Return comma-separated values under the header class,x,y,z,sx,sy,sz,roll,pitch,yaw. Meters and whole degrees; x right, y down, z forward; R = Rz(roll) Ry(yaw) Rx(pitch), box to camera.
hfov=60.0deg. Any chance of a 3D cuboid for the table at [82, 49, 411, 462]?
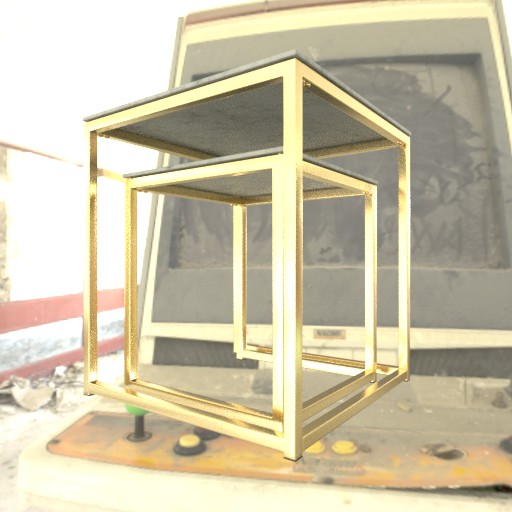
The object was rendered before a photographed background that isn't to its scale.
class,x,y,z,sx,sy,sz,roll,pitch,yaw
table,0.000,0.000,0.848,0.450,0.500,0.450,0,0,36
